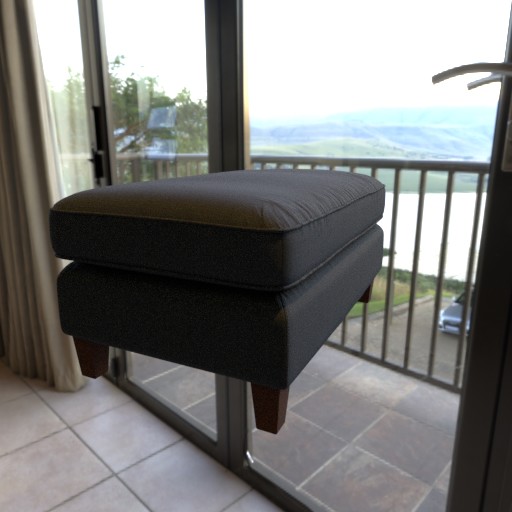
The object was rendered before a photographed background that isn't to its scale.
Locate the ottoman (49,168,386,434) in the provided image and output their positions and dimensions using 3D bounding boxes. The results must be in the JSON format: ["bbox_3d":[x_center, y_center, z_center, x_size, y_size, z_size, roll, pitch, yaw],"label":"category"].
[{"bbox_3d":[0.000,0.000,1.205,0.570,0.438,0.885,7,16,25],"label":"ottoman"}]
